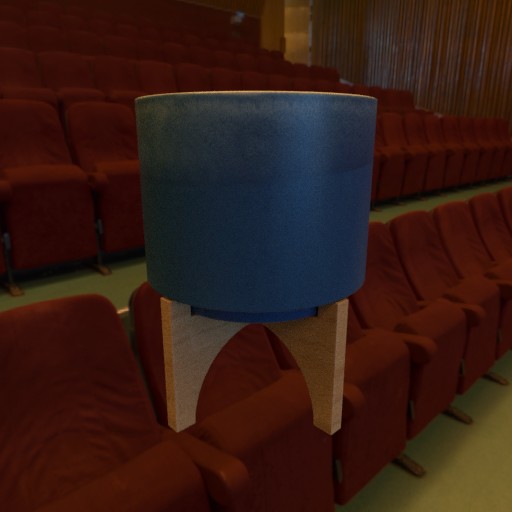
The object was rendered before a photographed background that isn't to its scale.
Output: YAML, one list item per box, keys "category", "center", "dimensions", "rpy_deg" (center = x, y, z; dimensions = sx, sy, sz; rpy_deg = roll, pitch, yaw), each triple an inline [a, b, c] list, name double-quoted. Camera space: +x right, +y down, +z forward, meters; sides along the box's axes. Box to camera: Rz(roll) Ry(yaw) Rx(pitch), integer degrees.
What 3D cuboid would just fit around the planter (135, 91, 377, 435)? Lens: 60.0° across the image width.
- category: "planter"
  center: [0.000, 0.000, 0.398]
  dimensions: [0.192, 0.263, 0.192]
  rpy_deg: [0, 16, 0]
